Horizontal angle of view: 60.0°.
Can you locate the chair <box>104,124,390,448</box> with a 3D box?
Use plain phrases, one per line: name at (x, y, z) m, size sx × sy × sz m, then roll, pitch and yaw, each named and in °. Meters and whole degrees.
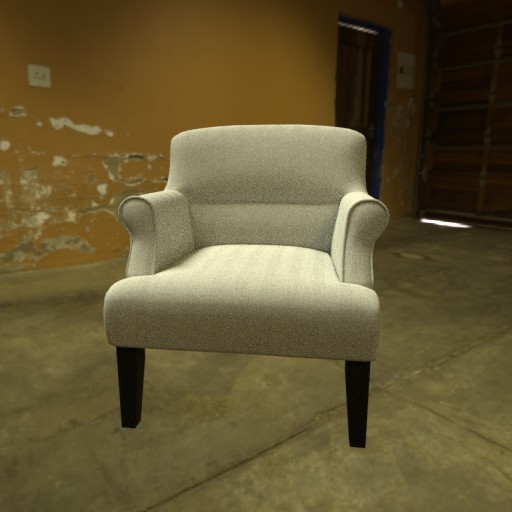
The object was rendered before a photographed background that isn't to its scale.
chair at (0.000, 0.000, 1.454) m, size 0.781 × 0.875 × 0.750 m, roll 2°, pitch 12°, yaw 8°
